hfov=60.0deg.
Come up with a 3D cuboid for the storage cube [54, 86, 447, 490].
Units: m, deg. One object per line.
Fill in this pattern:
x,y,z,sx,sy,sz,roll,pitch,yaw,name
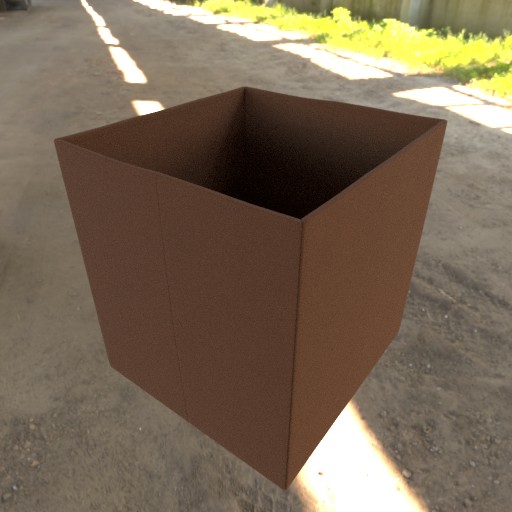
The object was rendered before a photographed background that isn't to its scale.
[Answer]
0.000,0.000,0.482,0.270,0.280,0.270,22,39,30,storage cube
